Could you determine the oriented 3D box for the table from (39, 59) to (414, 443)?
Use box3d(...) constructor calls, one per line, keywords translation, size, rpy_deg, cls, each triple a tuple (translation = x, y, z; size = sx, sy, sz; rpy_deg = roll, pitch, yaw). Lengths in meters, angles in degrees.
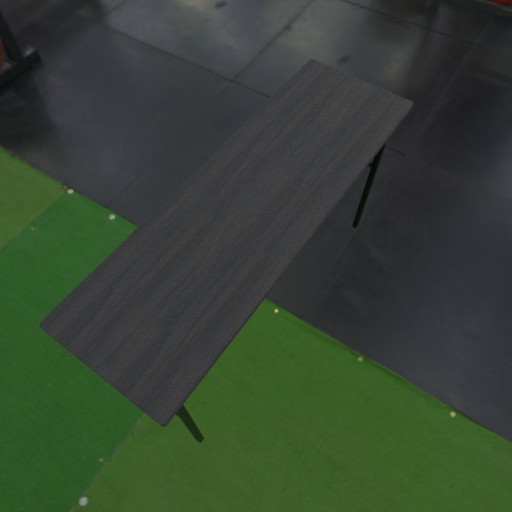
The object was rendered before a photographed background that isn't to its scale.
box3d(translation=(0.000, 0.000, 1.740), size=(0.449, 0.750, 1.399), rpy_deg=(31, 64, 17), cls="table")
